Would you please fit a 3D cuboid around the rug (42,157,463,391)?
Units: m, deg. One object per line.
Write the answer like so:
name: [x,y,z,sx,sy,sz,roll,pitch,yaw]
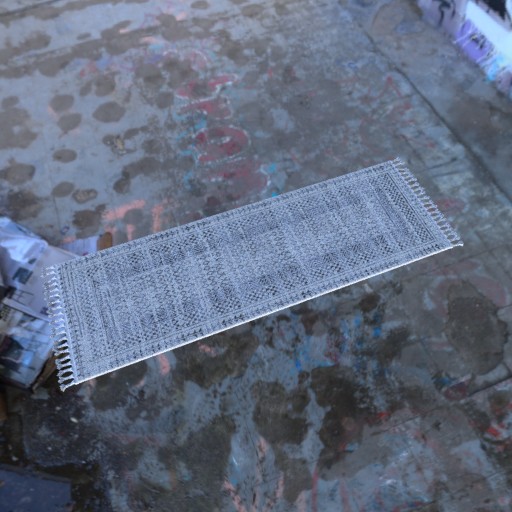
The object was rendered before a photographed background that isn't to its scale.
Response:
rug: [0.000,0.000,2.692,2.480,0.013,0.786,-19,61,-11]
